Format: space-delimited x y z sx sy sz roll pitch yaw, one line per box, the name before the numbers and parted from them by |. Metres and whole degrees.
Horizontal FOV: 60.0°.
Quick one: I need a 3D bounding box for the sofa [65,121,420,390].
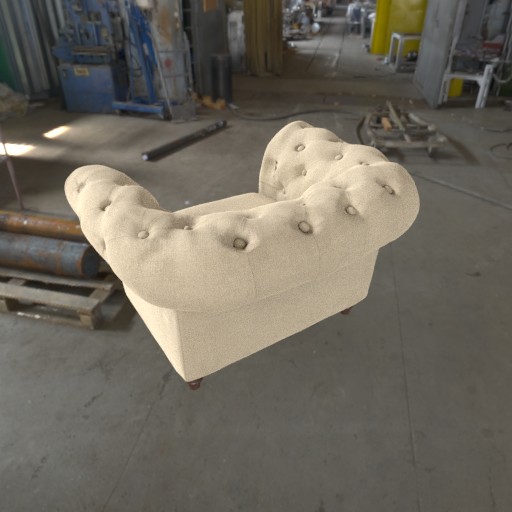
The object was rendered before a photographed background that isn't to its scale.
sofa | 0.000 0.000 2.060 1.405 0.878 1.034 -20 38 -28
